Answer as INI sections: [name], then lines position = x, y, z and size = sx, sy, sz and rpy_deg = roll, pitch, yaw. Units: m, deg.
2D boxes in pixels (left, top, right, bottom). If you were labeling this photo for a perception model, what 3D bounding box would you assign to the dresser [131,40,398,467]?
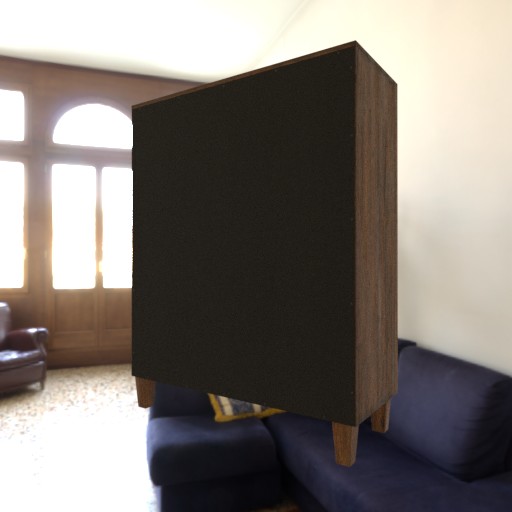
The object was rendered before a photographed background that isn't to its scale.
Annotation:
[dresser]
position = 0.000, 0.000, 1.878
size = 1.067, 1.359, 0.438
rpy_deg = 0, 0, 35
